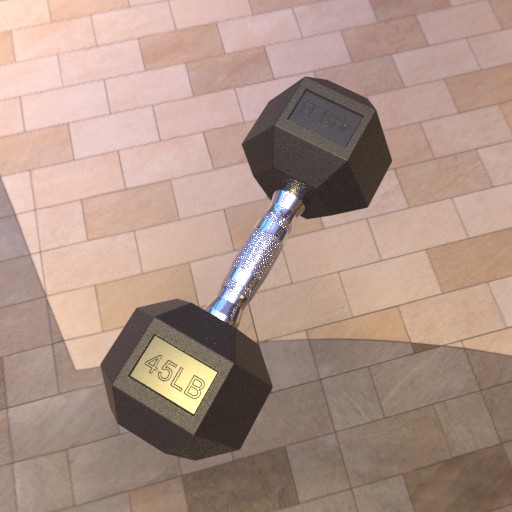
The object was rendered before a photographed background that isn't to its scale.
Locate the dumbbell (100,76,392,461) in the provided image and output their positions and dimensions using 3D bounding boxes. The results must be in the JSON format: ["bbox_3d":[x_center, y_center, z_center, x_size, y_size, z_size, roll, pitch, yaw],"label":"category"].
[{"bbox_3d":[0.000,0.000,0.416,0.141,0.123,0.356,28,76,8],"label":"dumbbell"}]
